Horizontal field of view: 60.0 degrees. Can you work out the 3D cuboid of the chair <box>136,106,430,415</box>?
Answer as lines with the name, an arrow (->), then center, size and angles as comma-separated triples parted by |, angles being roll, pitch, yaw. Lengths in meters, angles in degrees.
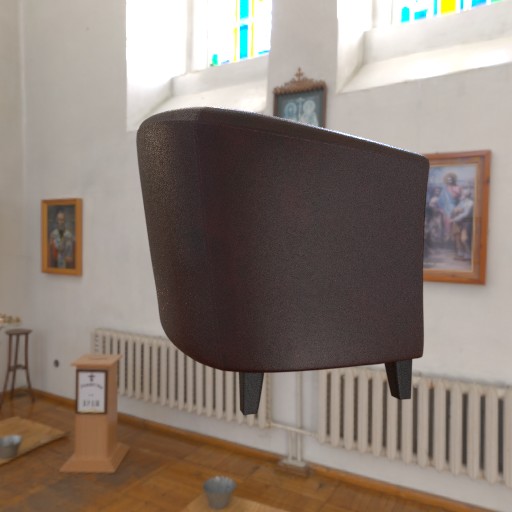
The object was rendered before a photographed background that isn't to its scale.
chair -> 0.000, 0.000, 1.394 | 0.727, 0.756, 0.792 | 0, 0, -16
